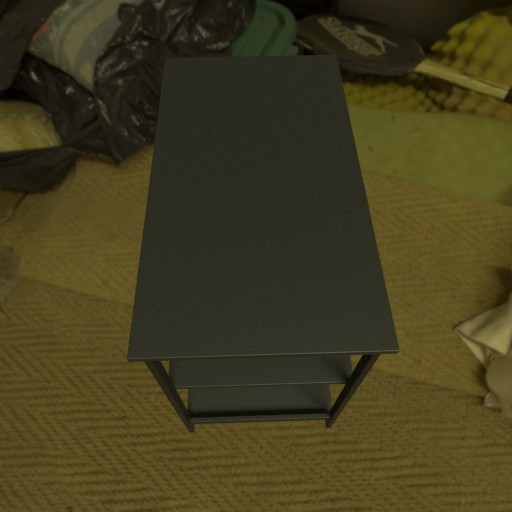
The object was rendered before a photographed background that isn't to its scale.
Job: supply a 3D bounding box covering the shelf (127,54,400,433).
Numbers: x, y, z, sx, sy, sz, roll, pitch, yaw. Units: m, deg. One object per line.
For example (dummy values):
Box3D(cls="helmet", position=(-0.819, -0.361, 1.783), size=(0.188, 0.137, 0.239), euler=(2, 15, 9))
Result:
Box3D(cls="shelf", position=(0.000, 0.000, 1.364), size=(0.498, 0.749, 0.902), euler=(-2, 58, -1))
